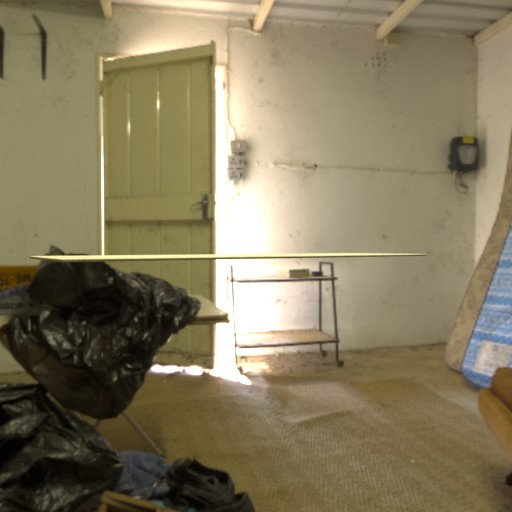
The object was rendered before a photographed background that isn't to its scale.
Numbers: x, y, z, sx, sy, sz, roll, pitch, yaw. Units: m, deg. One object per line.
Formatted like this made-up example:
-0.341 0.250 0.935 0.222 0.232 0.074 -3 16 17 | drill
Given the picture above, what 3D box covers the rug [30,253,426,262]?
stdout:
0.000 0.000 2.774 2.450 0.014 0.793 -1 1 -36 | rug
